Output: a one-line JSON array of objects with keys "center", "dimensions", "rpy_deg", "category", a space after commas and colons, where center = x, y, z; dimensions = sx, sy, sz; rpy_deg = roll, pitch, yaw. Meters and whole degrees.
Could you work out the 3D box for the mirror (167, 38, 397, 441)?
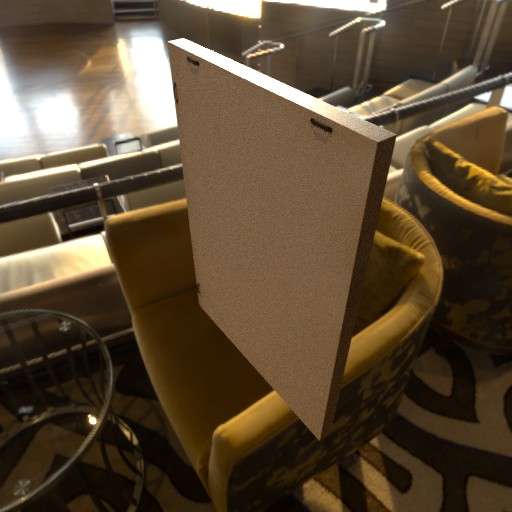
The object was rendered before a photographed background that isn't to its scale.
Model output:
[{"center": [0.000, 0.000, 0.902], "dimensions": [0.039, 0.711, 0.508], "rpy_deg": [-26, 47, -27], "category": "mirror"}]
